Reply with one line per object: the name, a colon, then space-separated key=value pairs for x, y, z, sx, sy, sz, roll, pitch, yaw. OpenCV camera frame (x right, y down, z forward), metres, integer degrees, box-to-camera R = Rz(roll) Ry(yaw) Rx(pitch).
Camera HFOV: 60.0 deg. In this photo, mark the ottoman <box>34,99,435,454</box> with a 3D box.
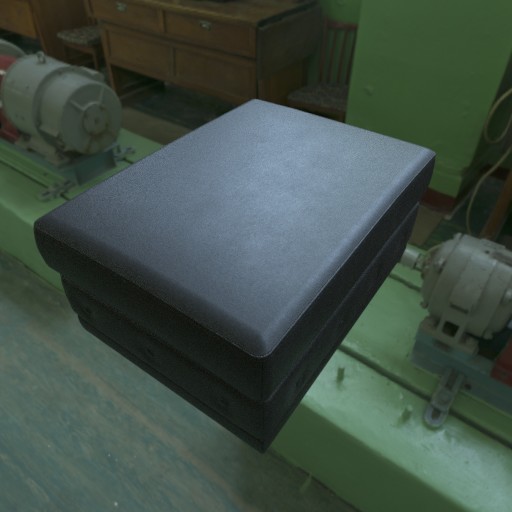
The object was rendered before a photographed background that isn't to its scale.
ottoman: x=0.000 y=0.000 z=1.153 sx=0.590 sy=0.498 sz=0.795 roll=25 pitch=48 yaw=26
